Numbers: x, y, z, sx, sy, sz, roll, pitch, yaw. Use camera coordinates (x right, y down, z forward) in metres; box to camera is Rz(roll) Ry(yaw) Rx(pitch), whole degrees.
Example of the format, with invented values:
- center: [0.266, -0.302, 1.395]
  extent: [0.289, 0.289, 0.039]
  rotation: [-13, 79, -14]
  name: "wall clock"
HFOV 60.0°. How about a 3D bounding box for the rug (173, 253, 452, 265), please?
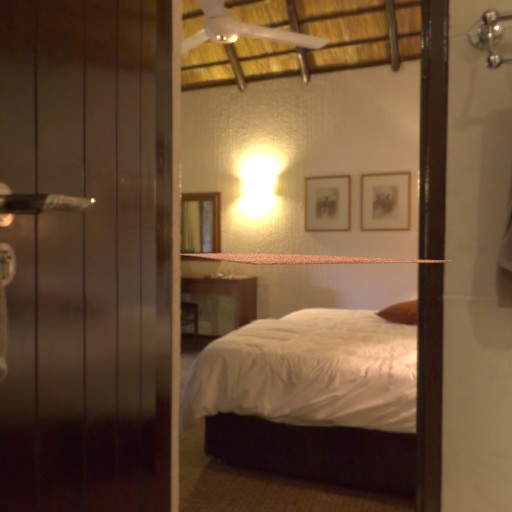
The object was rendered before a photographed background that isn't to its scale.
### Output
- center: [0.000, 0.000, 2.553]
  extent: [0.718, 0.013, 2.353]
  rotation: [0, 1, -17]
  name: "rug"
